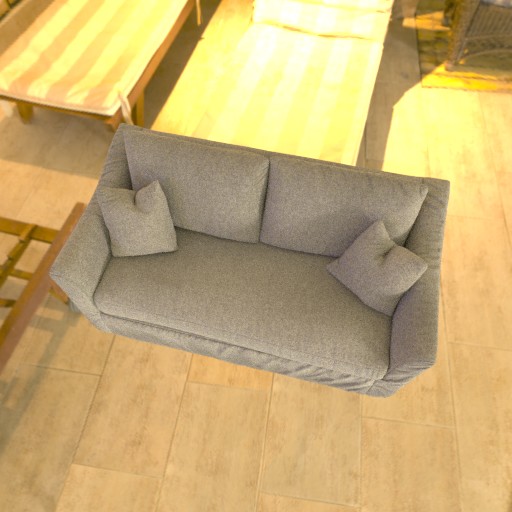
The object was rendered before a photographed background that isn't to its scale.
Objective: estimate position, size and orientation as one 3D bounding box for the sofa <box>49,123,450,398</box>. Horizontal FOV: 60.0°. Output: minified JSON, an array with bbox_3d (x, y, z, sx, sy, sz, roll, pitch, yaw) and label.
[{"bbox_3d":[0.000,0.000,2.627,2.010,1.018,1.072,12,58,8],"label":"sofa"}]
